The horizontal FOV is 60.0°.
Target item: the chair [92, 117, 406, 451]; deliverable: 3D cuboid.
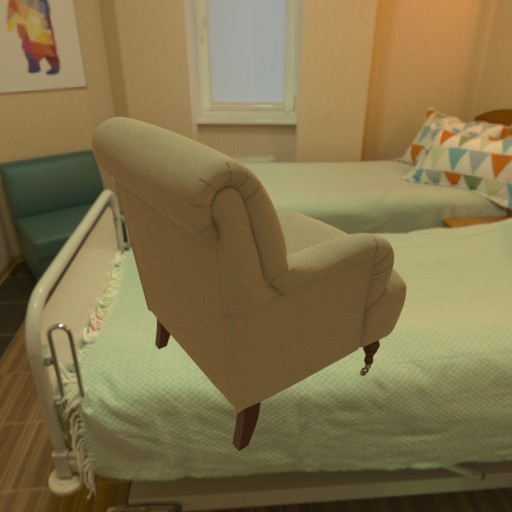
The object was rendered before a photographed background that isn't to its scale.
[{"bbox_3d":[0.000,0.000,1.573,0.842,0.942,0.766,-18,32,-31],"label":"chair"}]
